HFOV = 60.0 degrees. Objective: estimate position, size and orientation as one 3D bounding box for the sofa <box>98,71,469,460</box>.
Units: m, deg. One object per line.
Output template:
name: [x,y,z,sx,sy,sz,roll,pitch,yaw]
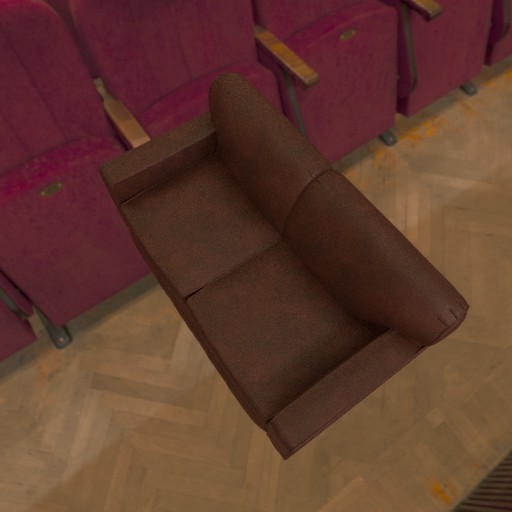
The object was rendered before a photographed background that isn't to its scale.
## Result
sofa: [0.000,0.000,2.438,1.000,0.966,1.856,-32,67,-16]
